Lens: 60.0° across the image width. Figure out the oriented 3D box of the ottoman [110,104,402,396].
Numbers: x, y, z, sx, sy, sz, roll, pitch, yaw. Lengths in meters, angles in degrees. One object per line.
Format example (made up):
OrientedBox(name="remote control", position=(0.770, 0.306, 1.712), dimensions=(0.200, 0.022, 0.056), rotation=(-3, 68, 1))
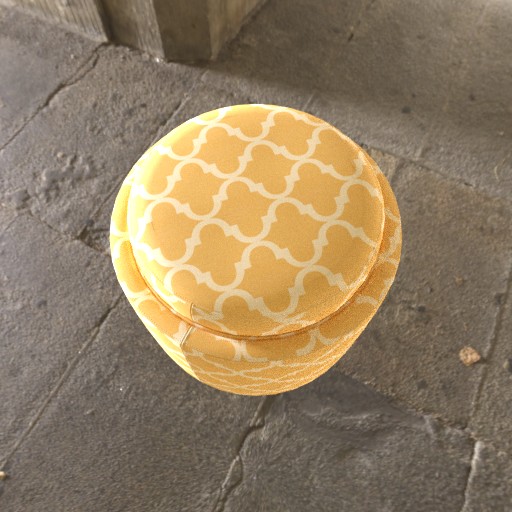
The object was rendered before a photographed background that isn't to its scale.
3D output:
OrientedBox(name="ottoman", position=(0.000, 0.000, 0.849), dimensions=(0.480, 0.429, 0.480), rotation=(0, 64, 0))
